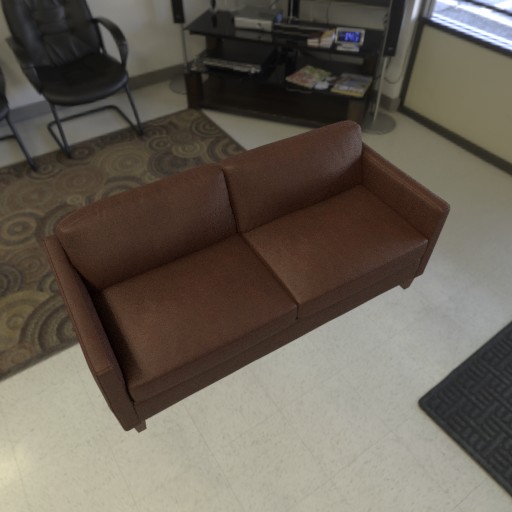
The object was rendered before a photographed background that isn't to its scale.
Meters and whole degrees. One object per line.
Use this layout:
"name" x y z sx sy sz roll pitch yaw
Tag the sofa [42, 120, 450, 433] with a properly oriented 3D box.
"sofa" 0.000 0.000 2.456 1.971 0.863 0.923 -23 51 -21
